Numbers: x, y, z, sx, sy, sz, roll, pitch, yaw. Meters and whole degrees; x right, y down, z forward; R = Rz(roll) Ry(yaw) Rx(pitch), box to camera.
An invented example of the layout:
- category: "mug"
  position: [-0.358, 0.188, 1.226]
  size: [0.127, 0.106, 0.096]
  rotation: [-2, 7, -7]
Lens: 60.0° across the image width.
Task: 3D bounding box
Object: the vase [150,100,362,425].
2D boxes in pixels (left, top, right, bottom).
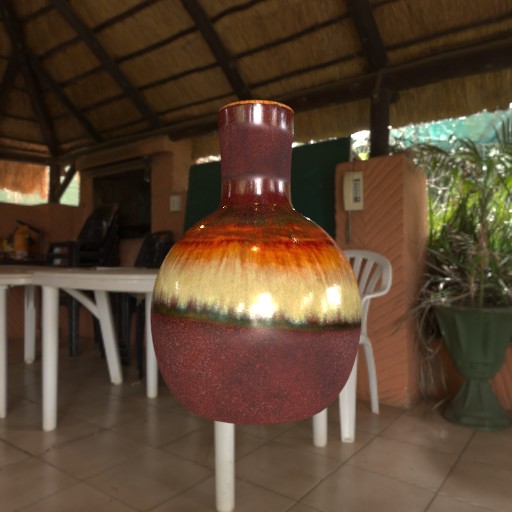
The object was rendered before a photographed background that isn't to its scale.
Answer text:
- category: "vase"
  position: [0.000, 0.000, 0.239]
  size: [0.111, 0.154, 0.111]
  rotation: [0, -1, 0]
